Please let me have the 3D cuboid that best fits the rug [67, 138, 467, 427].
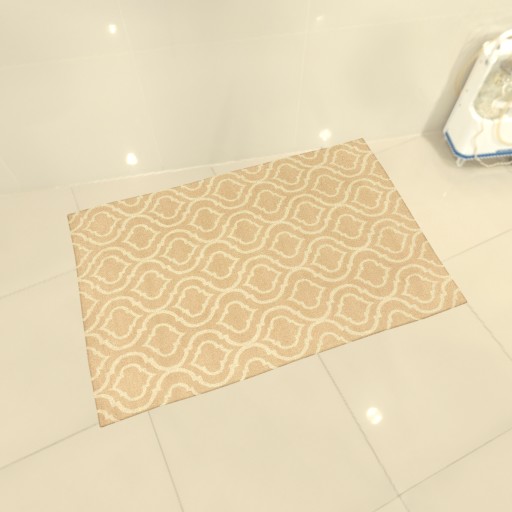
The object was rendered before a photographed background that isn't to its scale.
[{"bbox_3d":[0.000,0.000,2.242,1.761,0.013,1.152,-16,61,-9],"label":"rug"}]
